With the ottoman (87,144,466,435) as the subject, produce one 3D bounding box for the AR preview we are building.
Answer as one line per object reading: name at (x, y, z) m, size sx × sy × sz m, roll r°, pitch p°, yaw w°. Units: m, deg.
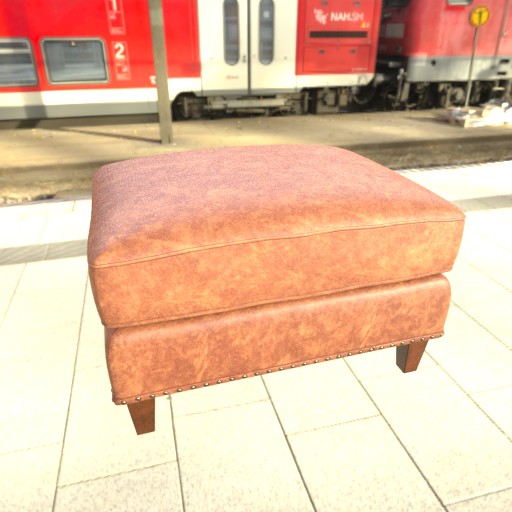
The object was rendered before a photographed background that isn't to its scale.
ottoman at (0.000, 0.000, 1.114) m, size 0.742 × 0.486 × 0.586 m, roll -8°, pitch 28°, yaw -15°
